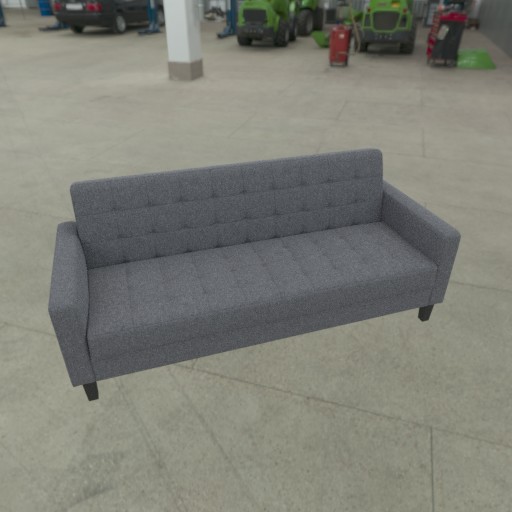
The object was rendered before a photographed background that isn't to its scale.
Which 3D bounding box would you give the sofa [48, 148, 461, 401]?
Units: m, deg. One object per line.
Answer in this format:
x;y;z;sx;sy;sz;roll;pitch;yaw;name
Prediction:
0.000;0.000;2.448;2.040;0.850;0.810;-10;34;-15;sofa
